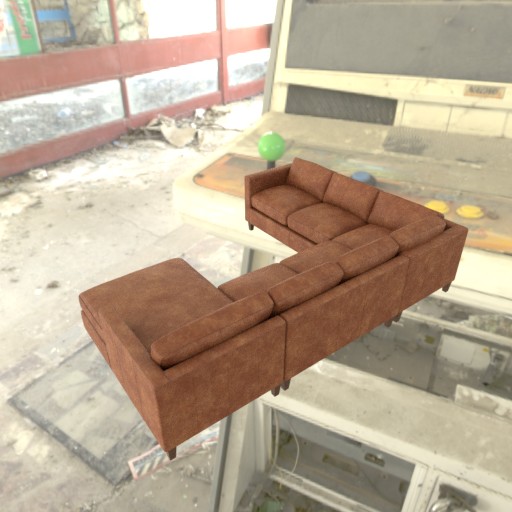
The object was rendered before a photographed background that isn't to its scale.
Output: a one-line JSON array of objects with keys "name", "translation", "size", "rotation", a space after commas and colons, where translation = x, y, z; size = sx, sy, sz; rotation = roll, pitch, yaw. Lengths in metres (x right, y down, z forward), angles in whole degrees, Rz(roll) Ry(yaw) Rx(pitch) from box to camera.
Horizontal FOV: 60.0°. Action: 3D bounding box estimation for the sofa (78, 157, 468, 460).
[{"name": "sofa", "translation": [0.000, 0.000, 4.408], "size": [3.324, 0.888, 2.452], "rotation": [-21, 37, -31]}]
